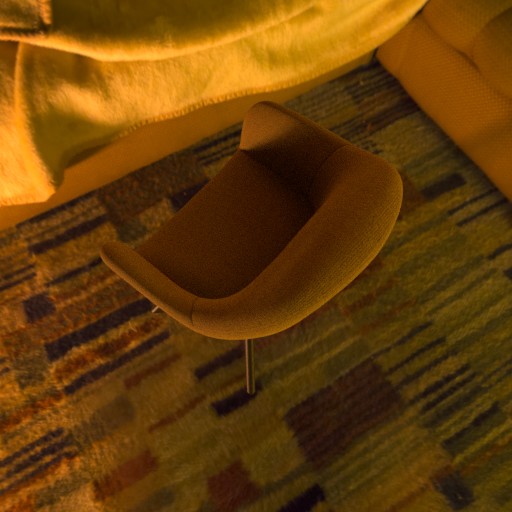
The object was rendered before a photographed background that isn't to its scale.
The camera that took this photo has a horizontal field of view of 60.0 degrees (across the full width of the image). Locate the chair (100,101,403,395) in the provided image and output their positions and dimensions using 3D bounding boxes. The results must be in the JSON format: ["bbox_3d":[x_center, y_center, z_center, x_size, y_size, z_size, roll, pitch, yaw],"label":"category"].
[{"bbox_3d":[0.000,0.000,1.189,0.550,0.795,0.590,36,70,16],"label":"chair"}]
